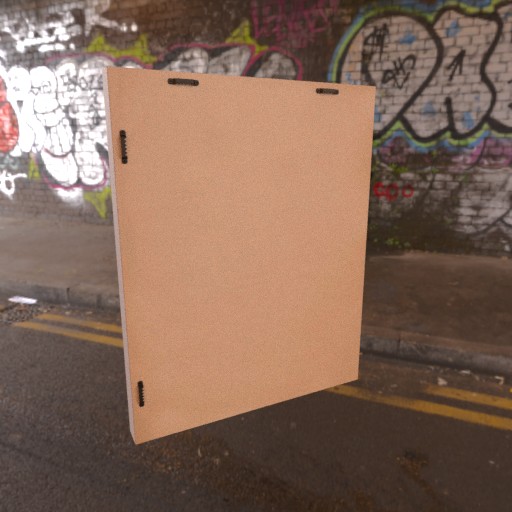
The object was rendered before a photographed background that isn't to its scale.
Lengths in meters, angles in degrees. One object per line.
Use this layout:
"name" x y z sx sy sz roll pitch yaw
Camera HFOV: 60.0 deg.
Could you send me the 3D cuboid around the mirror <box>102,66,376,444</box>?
"mirror" 0.000 0.000 0.679 0.405 0.508 0.041 -7 16 -26
